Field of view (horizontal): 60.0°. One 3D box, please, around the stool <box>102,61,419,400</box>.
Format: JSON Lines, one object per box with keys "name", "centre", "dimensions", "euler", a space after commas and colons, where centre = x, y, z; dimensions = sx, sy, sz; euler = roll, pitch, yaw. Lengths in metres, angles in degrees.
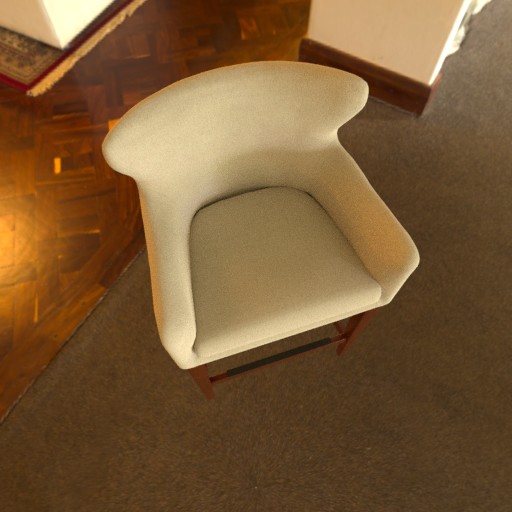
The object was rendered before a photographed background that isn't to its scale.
{"name": "stool", "centre": [0.000, 0.000, 1.317], "dimensions": [0.601, 0.951, 0.570], "euler": [-16, 64, -8]}
